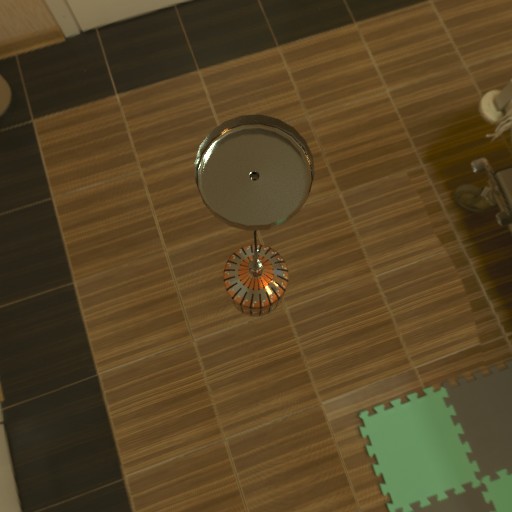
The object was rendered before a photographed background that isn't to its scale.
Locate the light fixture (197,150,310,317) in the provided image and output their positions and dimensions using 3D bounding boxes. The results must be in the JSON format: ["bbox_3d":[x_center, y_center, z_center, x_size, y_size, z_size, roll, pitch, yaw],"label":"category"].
[{"bbox_3d":[0.000,0.000,1.660,0.303,1.535,0.303,0,76,0],"label":"light fixture"}]
